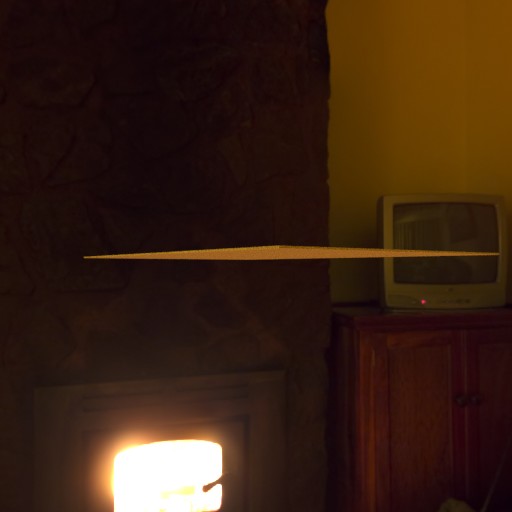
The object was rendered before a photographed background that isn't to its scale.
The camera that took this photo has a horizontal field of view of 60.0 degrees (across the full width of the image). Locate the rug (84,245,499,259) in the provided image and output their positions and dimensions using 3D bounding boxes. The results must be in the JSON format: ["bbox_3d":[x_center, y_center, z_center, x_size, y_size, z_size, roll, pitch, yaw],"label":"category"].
[{"bbox_3d":[0.000,0.000,2.152,1.142,0.006,1.752,1,-2,-36],"label":"rug"}]
